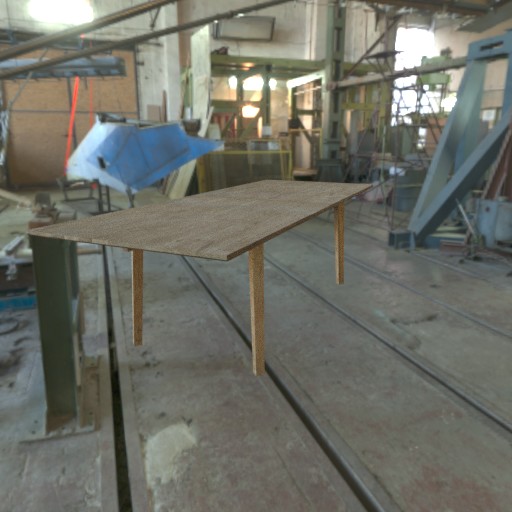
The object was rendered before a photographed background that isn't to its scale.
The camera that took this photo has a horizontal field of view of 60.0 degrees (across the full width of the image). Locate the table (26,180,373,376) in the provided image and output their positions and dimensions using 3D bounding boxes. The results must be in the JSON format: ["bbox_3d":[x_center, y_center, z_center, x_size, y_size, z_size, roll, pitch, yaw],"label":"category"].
[{"bbox_3d":[0.000,0.000,2.967,1.000,0.752,2.603,7,17,24],"label":"table"}]
